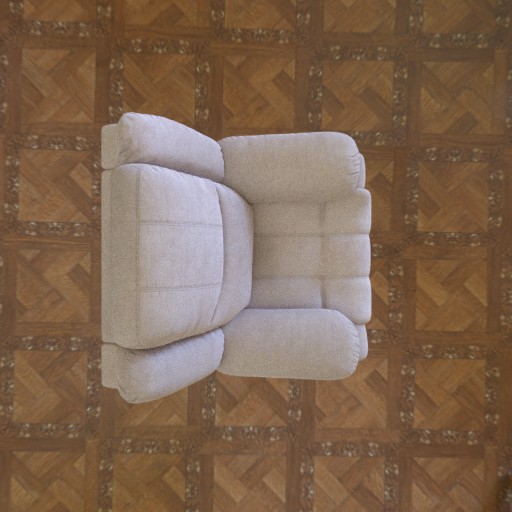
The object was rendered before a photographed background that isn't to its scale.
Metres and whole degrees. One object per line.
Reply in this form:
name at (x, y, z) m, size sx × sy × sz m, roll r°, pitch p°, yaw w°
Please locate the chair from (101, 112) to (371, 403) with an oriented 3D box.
chair at (0.000, 0.000, 1.703) m, size 0.944 × 1.008 × 0.899 m, roll 0°, pitch 90°, yaw -1°
